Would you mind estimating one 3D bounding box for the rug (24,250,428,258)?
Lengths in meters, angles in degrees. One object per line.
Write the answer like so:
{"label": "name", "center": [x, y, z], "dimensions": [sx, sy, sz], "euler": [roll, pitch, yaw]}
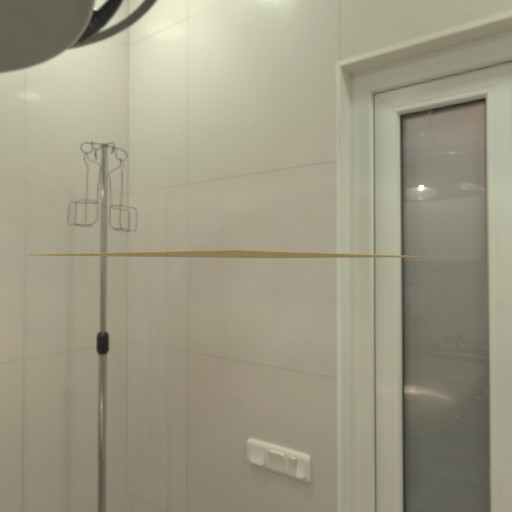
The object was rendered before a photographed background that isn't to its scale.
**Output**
{"label": "rug", "center": [0.000, 0.000, 3.737], "dimensions": [1.981, 0.006, 2.895], "euler": [-1, -1, 37]}
